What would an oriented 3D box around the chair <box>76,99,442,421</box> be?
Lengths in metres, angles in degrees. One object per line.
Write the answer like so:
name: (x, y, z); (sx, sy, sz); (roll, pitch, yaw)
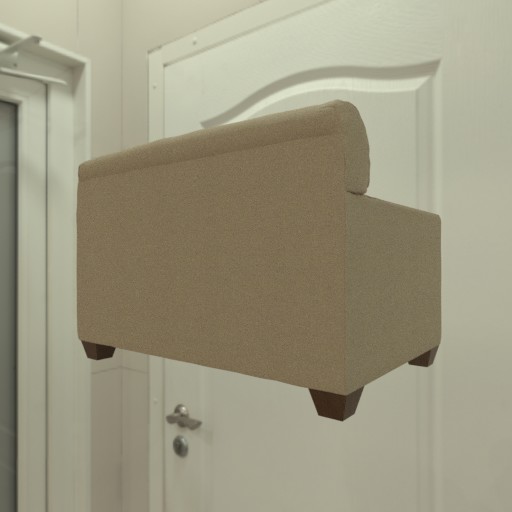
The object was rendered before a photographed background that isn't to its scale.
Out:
chair: (0.000, 0.000, 2.016); (1.383, 0.948, 1.000); (0, 0, 38)
